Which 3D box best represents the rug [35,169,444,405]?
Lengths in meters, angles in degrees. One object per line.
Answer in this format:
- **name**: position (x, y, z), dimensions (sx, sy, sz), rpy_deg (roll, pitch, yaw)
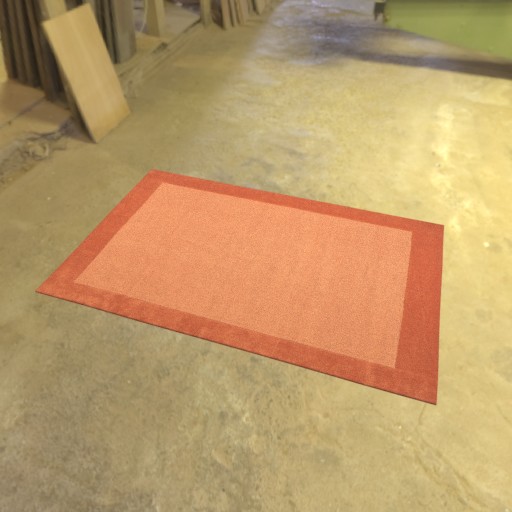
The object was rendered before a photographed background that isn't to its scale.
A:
- **rug**: position (0.000, 0.000, 3.050), dimensions (2.438, 0.014, 1.524), rpy_deg (13, 44, 14)
